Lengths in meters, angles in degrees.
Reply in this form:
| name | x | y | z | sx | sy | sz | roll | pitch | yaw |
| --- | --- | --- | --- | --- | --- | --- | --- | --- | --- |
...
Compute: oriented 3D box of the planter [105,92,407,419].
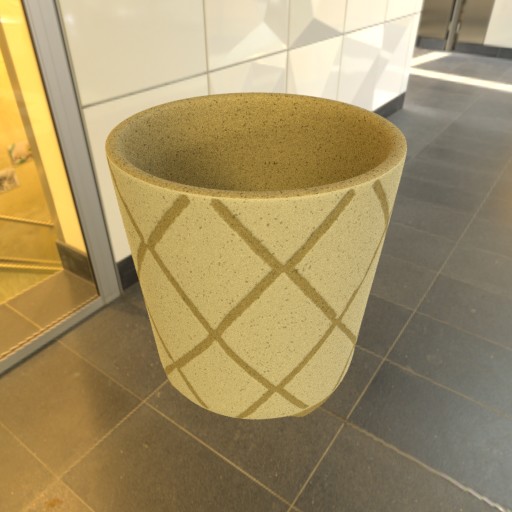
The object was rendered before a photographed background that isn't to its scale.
| name | x | y | z | sx | sy | sz | roll | pitch | yaw |
| --- | --- | --- | --- | --- | --- | --- | --- | --- | --- |
| planter | 0.000 | 0.000 | 0.346 | 0.191 | 0.199 | 0.191 | 0 | 35 | 0 |
